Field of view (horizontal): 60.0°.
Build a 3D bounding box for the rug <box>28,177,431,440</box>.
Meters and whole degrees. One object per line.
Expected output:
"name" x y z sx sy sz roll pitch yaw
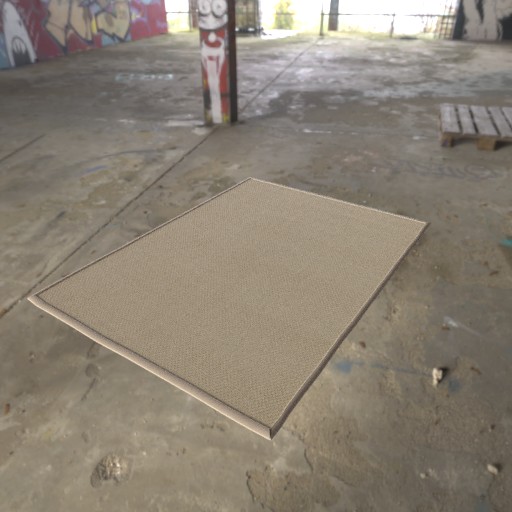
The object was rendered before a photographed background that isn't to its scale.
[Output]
"rug" 0.000 0.000 2.693 1.525 0.020 2.081 19 37 29
